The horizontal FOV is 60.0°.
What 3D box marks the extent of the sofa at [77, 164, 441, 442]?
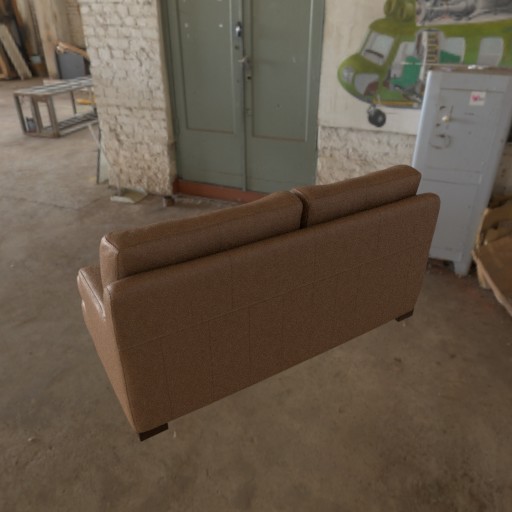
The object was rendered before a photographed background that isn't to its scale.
[{"bbox_3d":[0.000,0.000,2.514,1.855,0.980,0.962,-17,33,-27],"label":"sofa"}]
